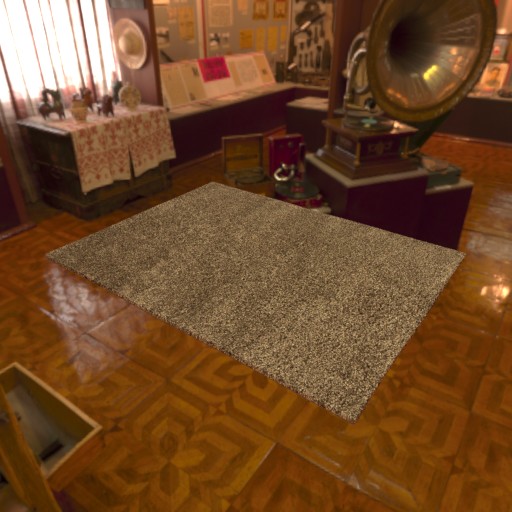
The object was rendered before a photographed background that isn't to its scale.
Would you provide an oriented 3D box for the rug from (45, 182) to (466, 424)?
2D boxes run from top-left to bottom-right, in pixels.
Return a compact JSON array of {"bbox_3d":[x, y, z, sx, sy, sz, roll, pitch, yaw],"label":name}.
[{"bbox_3d":[0.000,0.000,2.101,1.601,0.025,1.198,20,36,31],"label":"rug"}]
